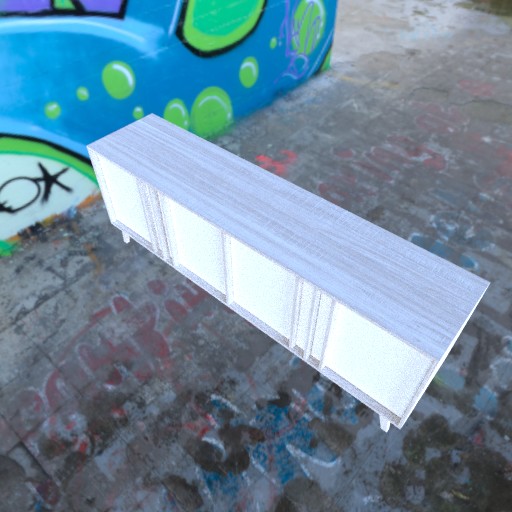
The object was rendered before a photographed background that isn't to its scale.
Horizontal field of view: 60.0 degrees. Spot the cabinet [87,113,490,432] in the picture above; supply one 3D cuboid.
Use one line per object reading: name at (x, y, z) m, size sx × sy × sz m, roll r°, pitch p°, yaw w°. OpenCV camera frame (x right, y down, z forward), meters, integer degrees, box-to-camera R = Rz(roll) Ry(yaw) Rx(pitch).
cabinet at (0.000, 0.000, 2.532) m, size 2.200 × 0.780 × 0.500 m, roll 32°, pitch 54°, yaw 27°
